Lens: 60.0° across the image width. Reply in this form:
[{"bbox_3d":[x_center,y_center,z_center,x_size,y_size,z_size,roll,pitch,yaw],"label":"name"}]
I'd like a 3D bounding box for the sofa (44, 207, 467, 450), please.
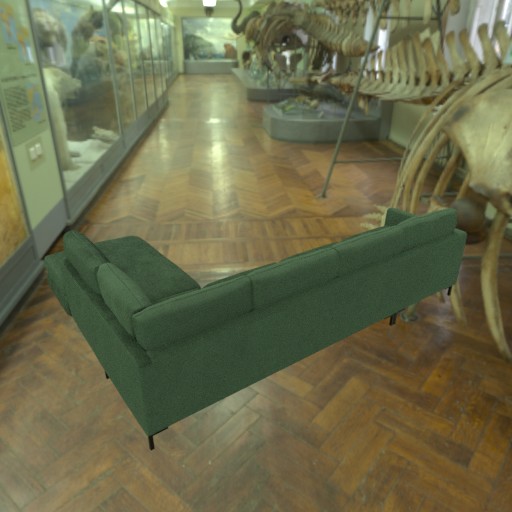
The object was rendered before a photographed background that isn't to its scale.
[{"bbox_3d":[0.000,0.000,3.150,2.486,0.687,1.707,-17,31,-32],"label":"sofa"}]
